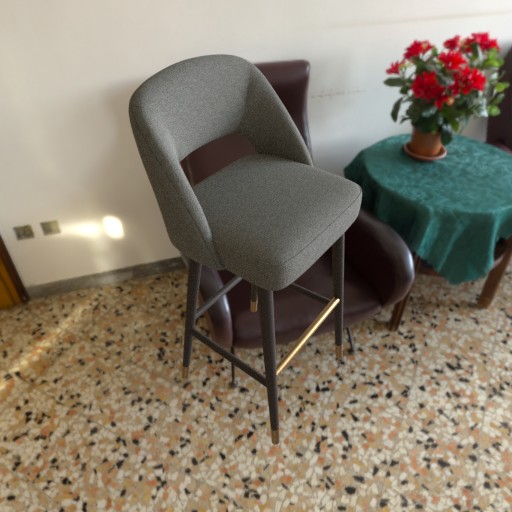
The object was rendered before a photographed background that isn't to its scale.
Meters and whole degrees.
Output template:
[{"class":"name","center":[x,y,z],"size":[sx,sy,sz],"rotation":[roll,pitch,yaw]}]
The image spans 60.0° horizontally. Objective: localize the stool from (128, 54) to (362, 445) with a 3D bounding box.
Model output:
[{"class":"stool","center":[0.000,0.000,1.398],"size":[0.524,1.089,0.536],"rotation":[26,46,27]}]
